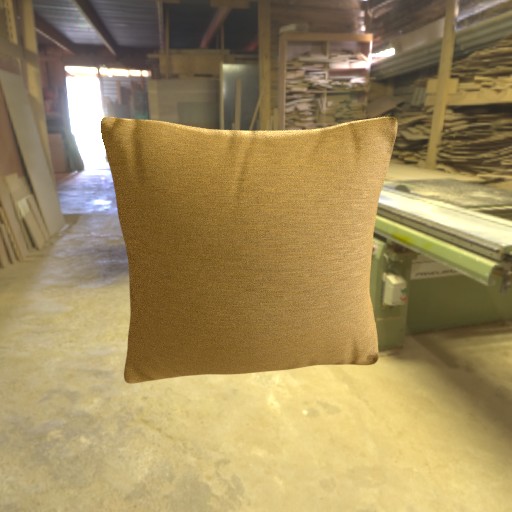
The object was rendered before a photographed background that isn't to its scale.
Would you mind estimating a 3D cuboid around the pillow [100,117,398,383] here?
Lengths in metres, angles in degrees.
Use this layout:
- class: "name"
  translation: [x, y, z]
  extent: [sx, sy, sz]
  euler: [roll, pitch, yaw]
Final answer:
- class: "pillow"
  translation: [0.000, 0.000, 0.695]
  extent: [0.435, 0.417, 0.247]
  euler: [-3, 17, -8]
